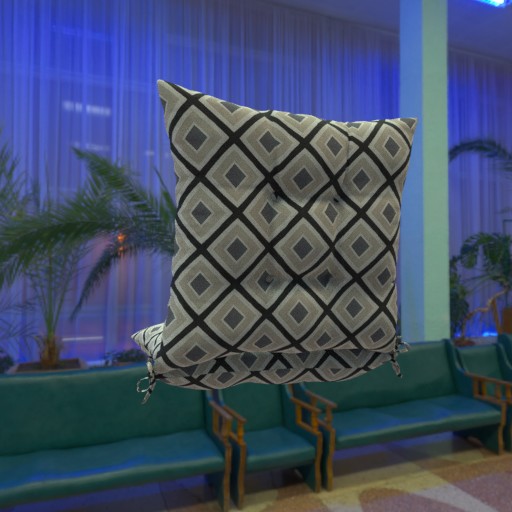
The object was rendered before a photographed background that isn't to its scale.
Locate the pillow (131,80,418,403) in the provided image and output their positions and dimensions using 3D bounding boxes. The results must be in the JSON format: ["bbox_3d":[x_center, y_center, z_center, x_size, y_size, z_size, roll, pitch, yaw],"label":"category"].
[{"bbox_3d":[0.000,0.000,1.003,0.541,0.536,0.585,1,-2,-20],"label":"pillow"}]
